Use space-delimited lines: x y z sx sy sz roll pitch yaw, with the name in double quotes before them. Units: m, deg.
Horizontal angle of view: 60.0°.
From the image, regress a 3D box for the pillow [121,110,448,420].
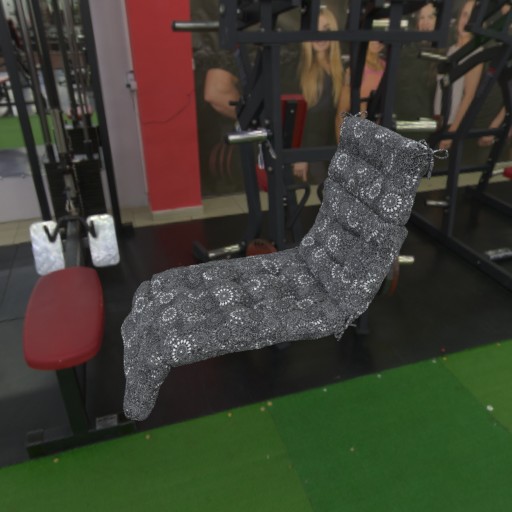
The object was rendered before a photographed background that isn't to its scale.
"pillow" 0.000 0.000 1.549 1.016 0.863 0.526 -8 30 -14
